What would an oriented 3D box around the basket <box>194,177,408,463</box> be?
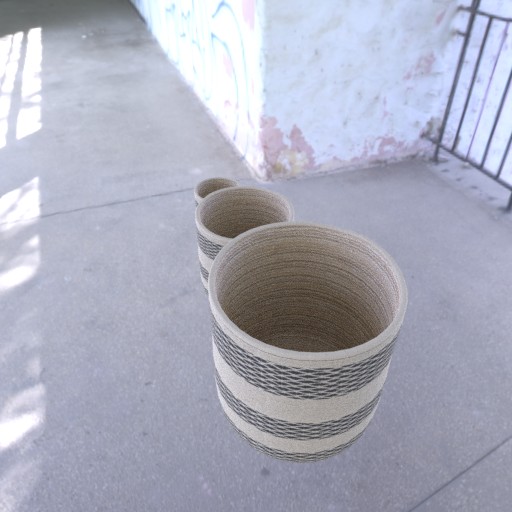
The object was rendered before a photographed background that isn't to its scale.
[{"bbox_3d":[0.000,0.000,1.098,0.351,0.356,0.917,-12,41,-14],"label":"basket"}]
